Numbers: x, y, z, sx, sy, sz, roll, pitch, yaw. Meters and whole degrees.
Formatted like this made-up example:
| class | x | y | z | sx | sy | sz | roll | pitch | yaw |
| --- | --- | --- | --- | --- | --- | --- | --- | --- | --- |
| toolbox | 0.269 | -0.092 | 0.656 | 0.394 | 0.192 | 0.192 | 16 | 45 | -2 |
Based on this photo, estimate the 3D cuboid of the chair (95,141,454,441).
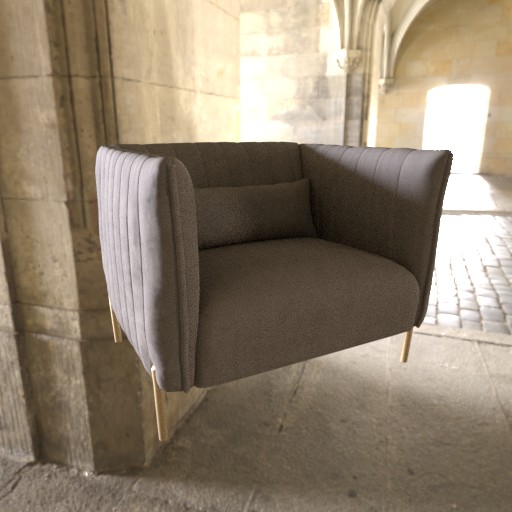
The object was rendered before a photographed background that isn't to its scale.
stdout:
| class | x | y | z | sx | sy | sz | roll | pitch | yaw |
| --- | --- | --- | --- | --- | --- | --- | --- | --- | --- |
| chair | 0.000 | 0.000 | 1.593 | 0.981 | 0.779 | 0.873 | -8 | 18 | -27 |
